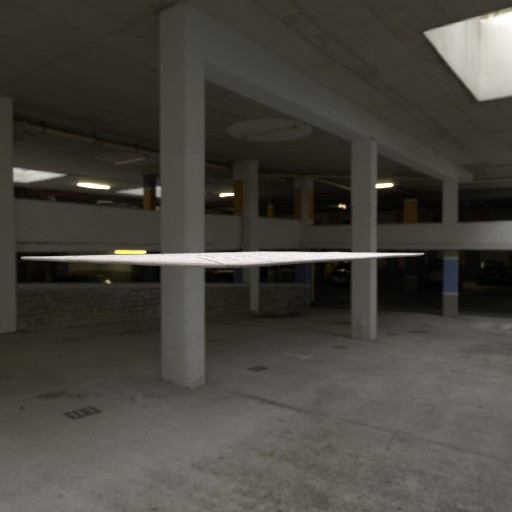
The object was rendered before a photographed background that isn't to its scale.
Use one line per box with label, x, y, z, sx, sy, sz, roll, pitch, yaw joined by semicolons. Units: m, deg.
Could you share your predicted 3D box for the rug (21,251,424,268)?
rug;0.000;0.000;3.063;1.575;0.023;2.459;1;2;37
